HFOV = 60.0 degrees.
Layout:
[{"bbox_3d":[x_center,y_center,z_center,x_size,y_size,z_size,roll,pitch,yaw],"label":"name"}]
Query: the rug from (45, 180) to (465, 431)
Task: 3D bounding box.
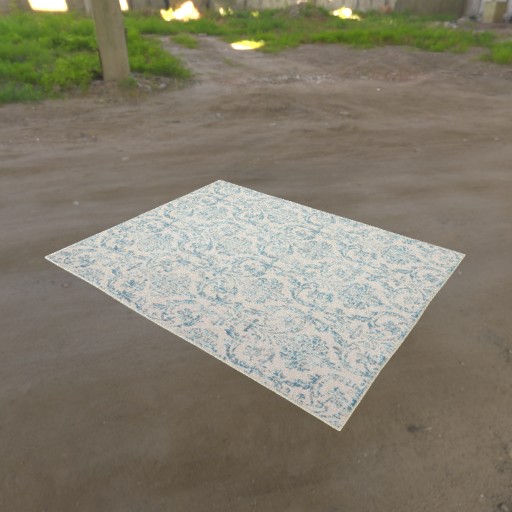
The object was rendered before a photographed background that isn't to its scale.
[{"bbox_3d":[0.000,0.000,4.000,2.980,0.012,2.363,22,37,32],"label":"rug"}]
